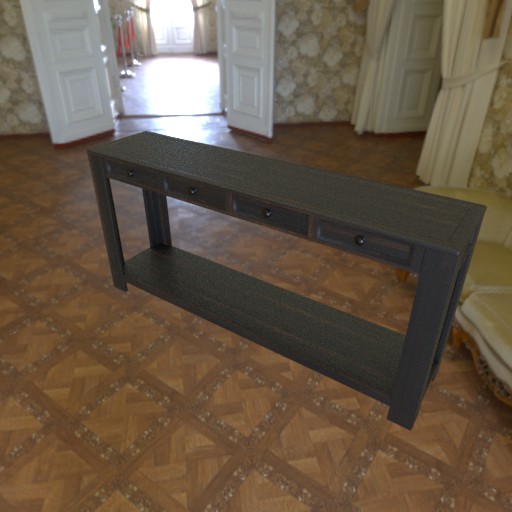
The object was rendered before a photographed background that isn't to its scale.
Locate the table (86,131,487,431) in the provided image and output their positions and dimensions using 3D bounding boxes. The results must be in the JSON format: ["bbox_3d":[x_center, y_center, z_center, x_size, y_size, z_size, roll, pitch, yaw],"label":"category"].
[{"bbox_3d":[0.000,0.000,1.950,1.631,0.762,0.384,20,36,29],"label":"table"}]
